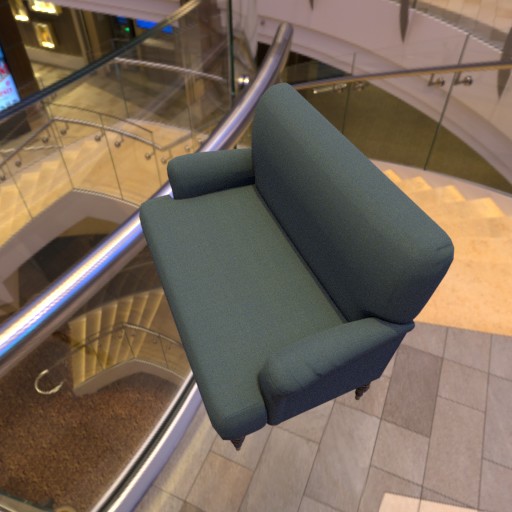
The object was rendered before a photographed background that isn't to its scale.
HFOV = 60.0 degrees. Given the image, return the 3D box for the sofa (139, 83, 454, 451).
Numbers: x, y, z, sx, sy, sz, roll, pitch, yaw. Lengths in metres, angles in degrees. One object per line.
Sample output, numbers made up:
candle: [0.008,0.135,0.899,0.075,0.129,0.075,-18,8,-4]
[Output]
sofa: [0.000,0.000,1.837,0.779,0.889,1.297,-17,48,-16]
